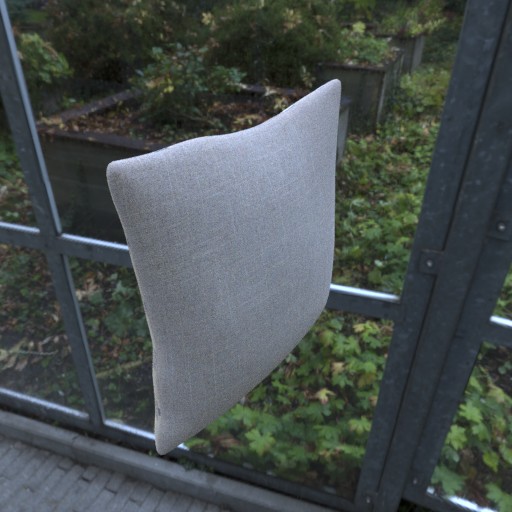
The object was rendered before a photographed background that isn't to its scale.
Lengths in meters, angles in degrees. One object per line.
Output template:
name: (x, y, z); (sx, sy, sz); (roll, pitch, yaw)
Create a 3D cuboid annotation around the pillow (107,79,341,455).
pillow: (0.000, 0.000, 0.842); (0.192, 0.558, 0.578); (22, 38, 31)
